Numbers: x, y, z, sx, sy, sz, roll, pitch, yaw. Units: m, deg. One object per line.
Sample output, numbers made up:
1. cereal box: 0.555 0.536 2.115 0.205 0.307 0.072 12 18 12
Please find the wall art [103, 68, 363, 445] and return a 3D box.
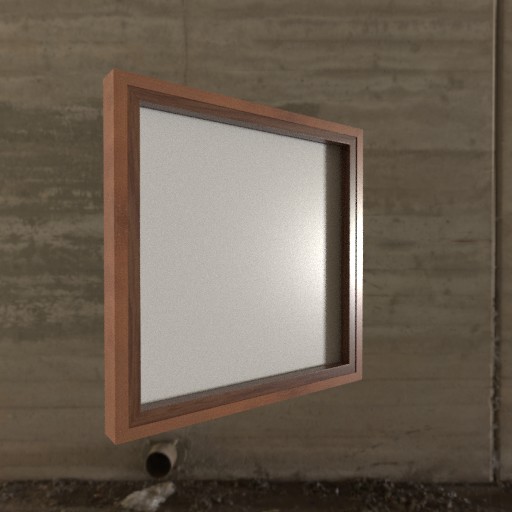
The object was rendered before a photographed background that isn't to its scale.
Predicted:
1. wall art: 0.000 0.000 0.608 0.403 0.403 0.035 -1 1 -37
